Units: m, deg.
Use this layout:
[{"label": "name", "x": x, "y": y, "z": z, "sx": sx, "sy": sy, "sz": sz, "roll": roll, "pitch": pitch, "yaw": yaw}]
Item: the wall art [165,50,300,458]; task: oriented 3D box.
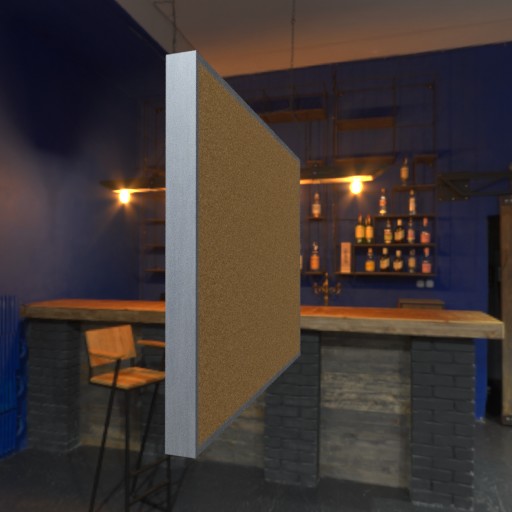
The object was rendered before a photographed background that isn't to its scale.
[{"label": "wall art", "x": 0.000, "y": 0.000, "z": 0.760, "sx": 0.037, "sy": 0.450, "sz": 0.557, "roll": 0, "pitch": -1, "yaw": 18}]
